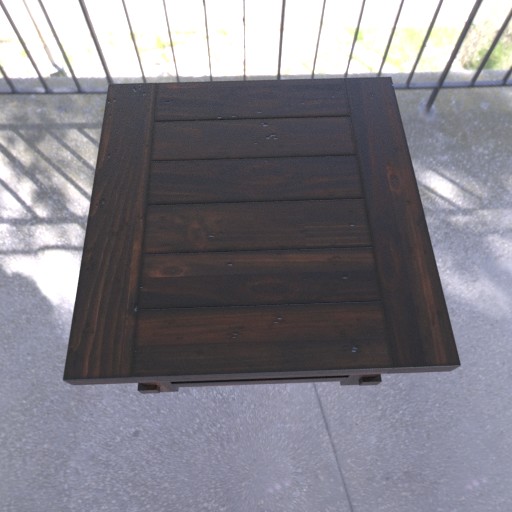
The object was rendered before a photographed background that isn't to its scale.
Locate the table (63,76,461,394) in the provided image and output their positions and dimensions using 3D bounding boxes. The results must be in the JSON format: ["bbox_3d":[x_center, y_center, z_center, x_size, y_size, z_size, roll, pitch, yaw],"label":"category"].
[{"bbox_3d":[0.000,0.000,0.987,0.593,0.437,0.606,-2,64,-1],"label":"table"}]
